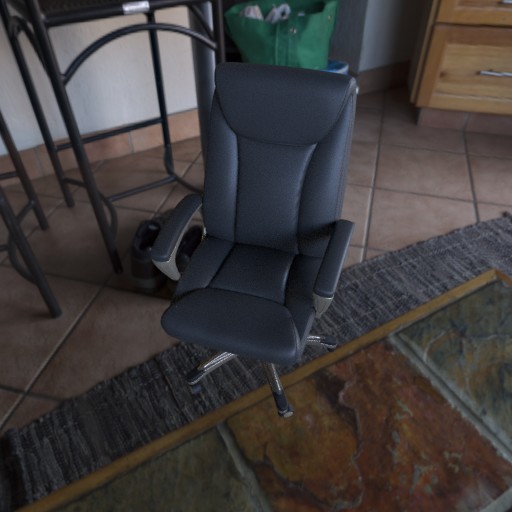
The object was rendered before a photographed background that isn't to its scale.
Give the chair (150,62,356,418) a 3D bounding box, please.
[{"bbox_3d":[0.000,0.000,1.646,0.694,1.188,0.748,11,43,13],"label":"chair"}]
